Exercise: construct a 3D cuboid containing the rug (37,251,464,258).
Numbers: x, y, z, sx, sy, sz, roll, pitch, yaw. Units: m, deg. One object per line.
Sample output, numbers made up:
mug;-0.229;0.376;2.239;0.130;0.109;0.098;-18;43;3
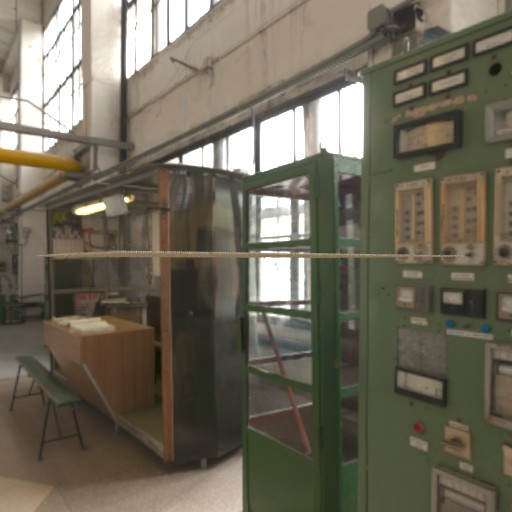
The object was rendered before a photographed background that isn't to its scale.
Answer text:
rug;0.000;0.000;2.169;1.752;0.006;1.142;0;-1;-36
